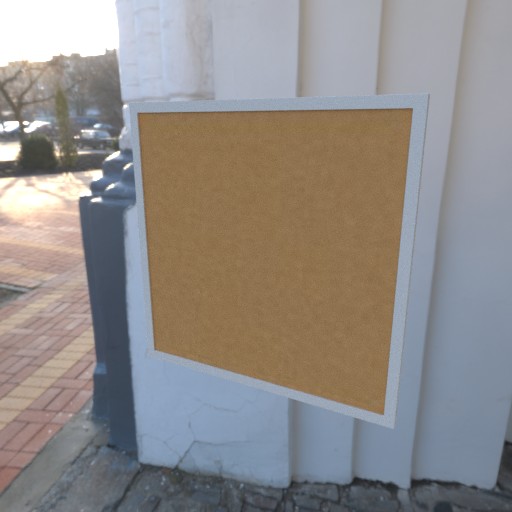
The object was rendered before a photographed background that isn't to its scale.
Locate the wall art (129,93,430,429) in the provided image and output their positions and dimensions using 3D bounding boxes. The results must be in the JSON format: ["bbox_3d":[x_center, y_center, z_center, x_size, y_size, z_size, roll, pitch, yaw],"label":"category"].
[{"bbox_3d":[0.000,0.000,0.684,0.457,0.457,0.012,8,18,26],"label":"wall art"}]
